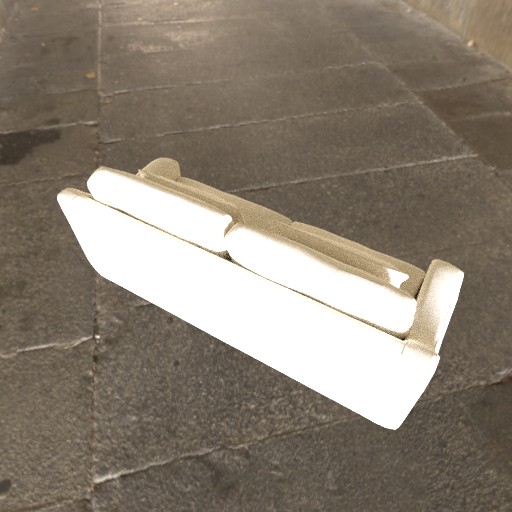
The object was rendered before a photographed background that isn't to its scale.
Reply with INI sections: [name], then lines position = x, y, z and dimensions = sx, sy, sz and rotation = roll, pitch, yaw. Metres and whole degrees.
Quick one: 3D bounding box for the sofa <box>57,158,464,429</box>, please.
[sofa]
position = 0.000, 0.000, 2.960
dimensions = 2.470, 1.022, 1.009
rotation = 24, 50, 22
